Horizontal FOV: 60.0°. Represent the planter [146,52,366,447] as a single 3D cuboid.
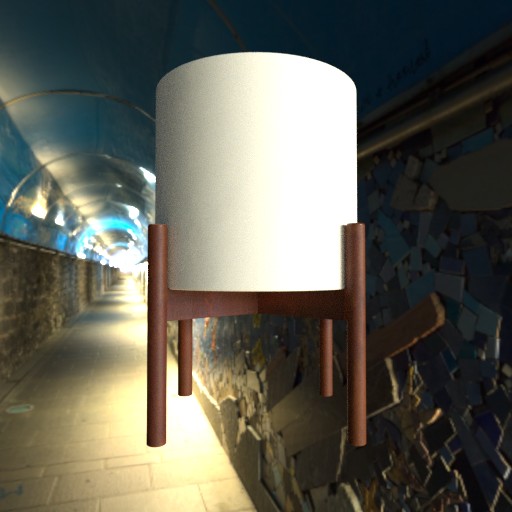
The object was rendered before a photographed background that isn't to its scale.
[{"bbox_3d":[0.000,0.000,0.938,0.417,0.670,0.417,0,-1,-1],"label":"planter"}]
